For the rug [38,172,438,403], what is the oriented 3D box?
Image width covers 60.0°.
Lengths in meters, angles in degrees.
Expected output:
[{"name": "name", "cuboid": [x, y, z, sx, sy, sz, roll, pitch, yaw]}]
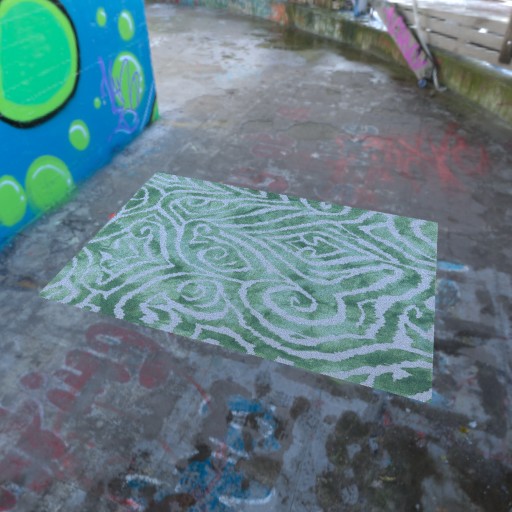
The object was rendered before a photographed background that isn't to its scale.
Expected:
[{"name": "rug", "cuboid": [0.000, 0.000, 2.363, 1.826, 0.006, 1.220, 12, 43, 14]}]
